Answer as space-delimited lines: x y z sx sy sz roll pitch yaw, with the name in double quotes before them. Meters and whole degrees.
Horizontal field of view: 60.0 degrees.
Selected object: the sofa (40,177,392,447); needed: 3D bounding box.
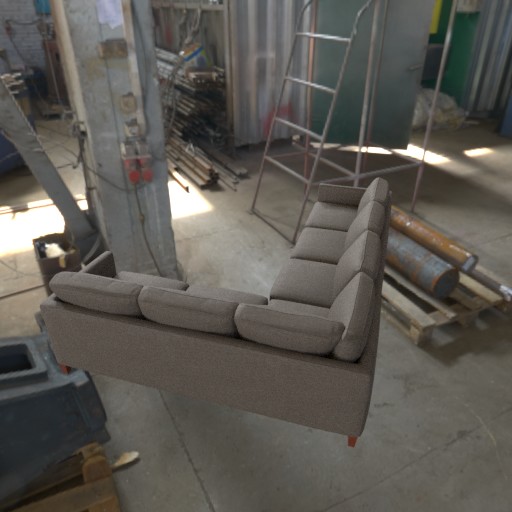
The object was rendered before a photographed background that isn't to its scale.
"sofa" 0.000 0.000 4.588 2.593 0.947 3.302 9 32 15
